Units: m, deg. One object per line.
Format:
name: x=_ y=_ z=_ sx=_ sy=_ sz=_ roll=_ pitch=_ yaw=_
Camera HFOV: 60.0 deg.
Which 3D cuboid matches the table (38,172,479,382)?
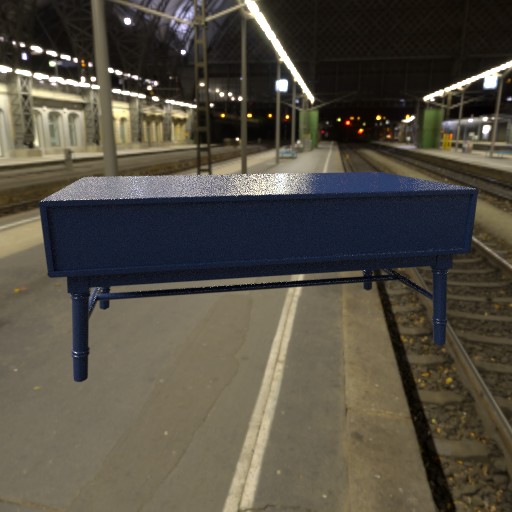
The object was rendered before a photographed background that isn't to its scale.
table: x=0.000 y=0.000 z=1.378 sx=1.067 sy=0.457 sz=0.572 roll=-3 pitch=16 yaw=-11
